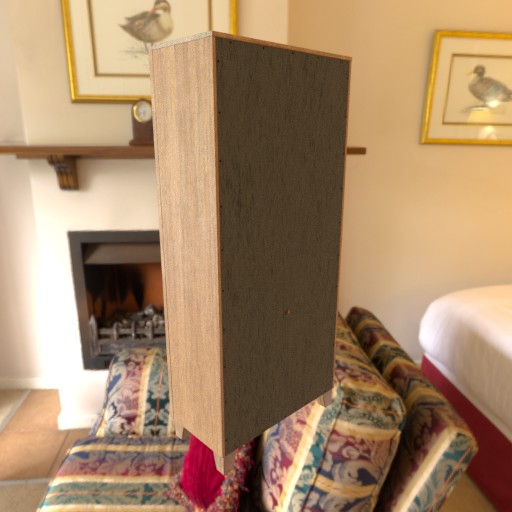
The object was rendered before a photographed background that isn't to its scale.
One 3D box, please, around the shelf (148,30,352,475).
[{"bbox_3d":[0.000,0.000,2.286,0.864,1.930,0.453,-15,21,-42],"label":"shelf"}]
